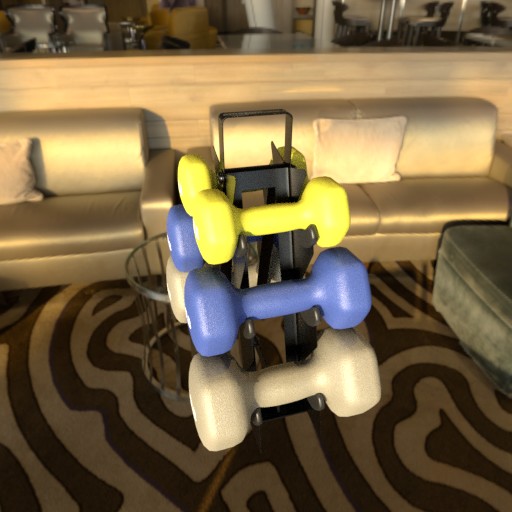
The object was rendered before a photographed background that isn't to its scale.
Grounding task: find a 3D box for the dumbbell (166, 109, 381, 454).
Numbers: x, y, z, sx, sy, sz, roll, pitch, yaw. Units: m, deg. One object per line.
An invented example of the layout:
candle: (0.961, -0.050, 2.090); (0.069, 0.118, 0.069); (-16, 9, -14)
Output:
dumbbell: (0.000, 0.000, 0.677); (0.261, 0.426, 0.416); (-8, 32, -14)
